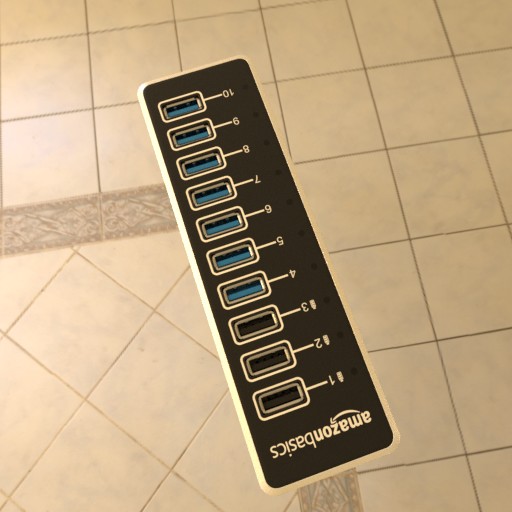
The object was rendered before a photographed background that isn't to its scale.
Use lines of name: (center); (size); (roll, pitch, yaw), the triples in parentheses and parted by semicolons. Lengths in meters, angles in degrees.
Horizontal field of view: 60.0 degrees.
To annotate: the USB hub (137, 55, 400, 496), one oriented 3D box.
USB hub: (0.000, 0.000, 0.157); (0.044, 0.023, 0.145); (-18, 77, -5)
